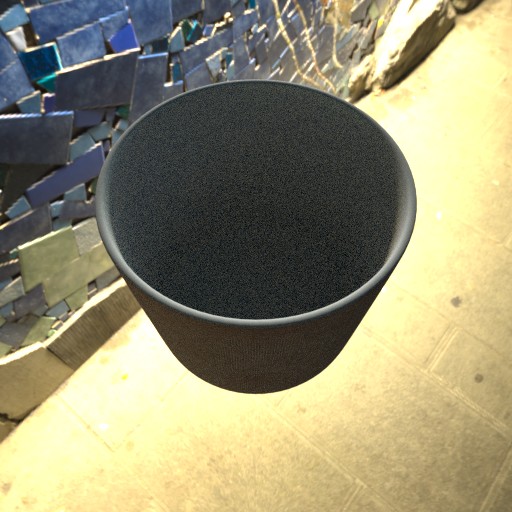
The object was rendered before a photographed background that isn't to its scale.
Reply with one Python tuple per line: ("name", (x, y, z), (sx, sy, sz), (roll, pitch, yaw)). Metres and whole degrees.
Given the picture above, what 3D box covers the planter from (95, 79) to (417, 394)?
("planter", (0.000, 0.000, 0.782), (0.440, 0.398, 0.440), (0, 58, 0))
